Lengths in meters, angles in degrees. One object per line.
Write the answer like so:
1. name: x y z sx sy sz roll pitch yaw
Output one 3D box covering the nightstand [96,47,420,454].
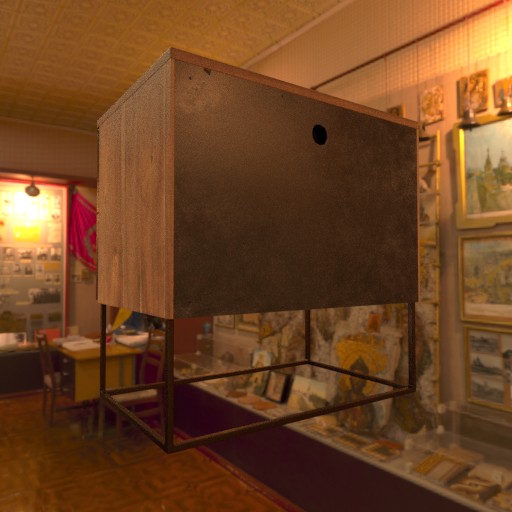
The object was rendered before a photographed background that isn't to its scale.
1. nightstand: 0.000 0.000 1.004 0.605 0.611 0.427 1 -2 -34
